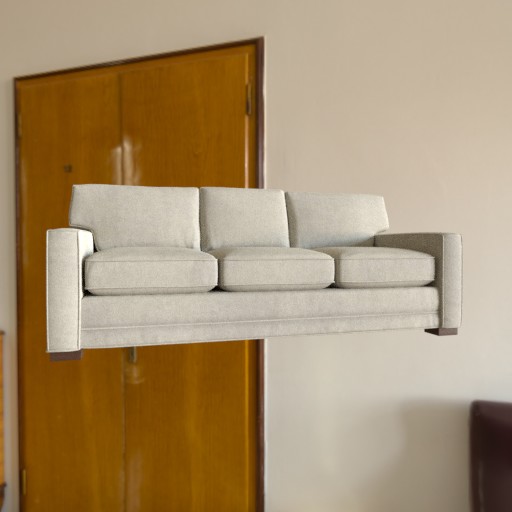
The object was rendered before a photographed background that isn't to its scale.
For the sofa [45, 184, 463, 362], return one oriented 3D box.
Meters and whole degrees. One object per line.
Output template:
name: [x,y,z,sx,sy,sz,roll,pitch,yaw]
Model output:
sofa: [0.000,0.000,2.561,2.093,0.862,0.936,0,1,-16]
